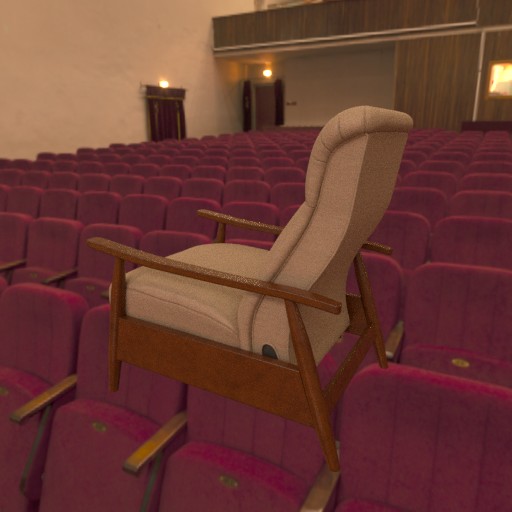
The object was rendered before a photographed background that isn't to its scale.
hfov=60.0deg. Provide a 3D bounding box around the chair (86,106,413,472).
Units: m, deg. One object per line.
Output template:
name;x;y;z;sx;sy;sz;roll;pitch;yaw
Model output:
chair;0.000;0.000;1.748;1.030;1.082;0.762;8;18;27
